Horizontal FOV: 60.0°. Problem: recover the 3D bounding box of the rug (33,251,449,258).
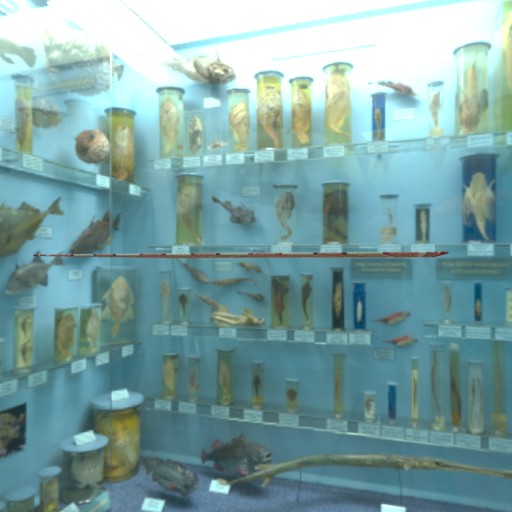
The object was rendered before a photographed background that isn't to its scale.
[{"bbox_3d":[0.000,0.000,2.369,1.817,0.008,1.223,0,-1,20],"label":"rug"}]
